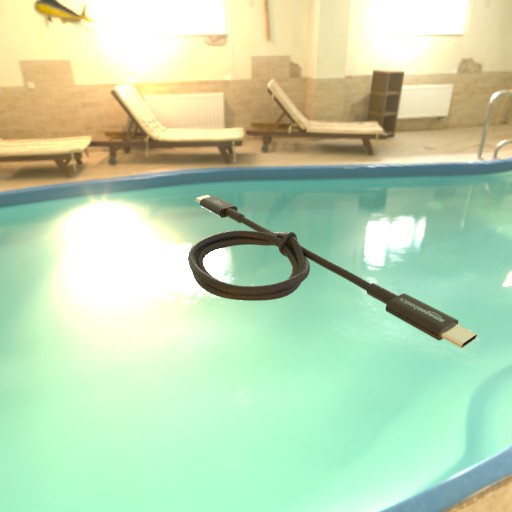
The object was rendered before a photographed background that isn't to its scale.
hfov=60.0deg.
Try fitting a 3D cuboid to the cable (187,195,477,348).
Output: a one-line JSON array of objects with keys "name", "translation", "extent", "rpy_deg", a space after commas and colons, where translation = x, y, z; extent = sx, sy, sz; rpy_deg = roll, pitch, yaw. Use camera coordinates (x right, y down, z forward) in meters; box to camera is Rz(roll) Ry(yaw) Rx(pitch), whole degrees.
[{"name": "cable", "translation": [0.000, 0.000, 0.227], "extent": [0.070, 0.014, 0.203], "rpy_deg": [-19, 32, -32]}]
